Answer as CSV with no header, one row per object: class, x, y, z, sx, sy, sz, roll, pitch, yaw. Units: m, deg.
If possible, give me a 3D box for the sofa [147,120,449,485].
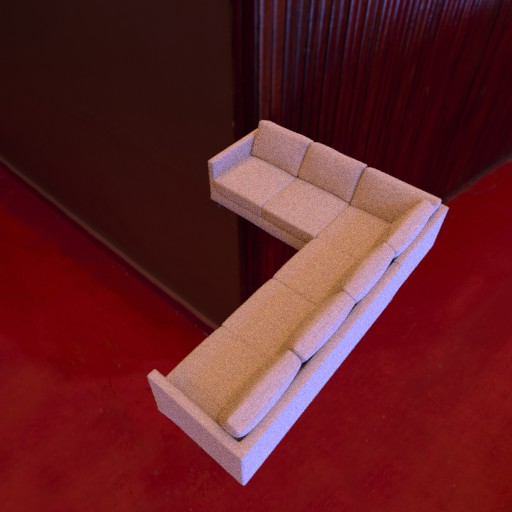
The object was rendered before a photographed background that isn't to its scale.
sofa,0.000,0.000,4.328,2.432,0.863,3.182,32,55,26
